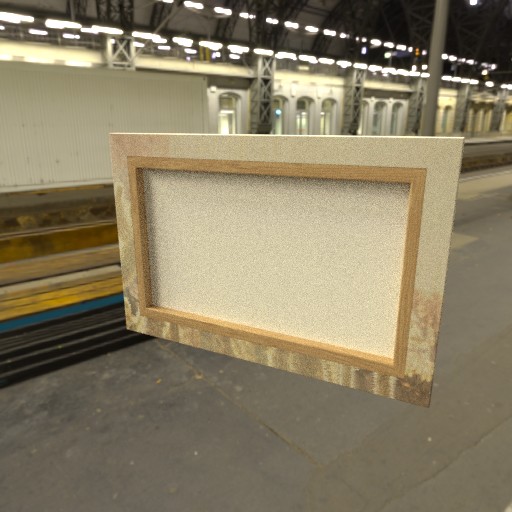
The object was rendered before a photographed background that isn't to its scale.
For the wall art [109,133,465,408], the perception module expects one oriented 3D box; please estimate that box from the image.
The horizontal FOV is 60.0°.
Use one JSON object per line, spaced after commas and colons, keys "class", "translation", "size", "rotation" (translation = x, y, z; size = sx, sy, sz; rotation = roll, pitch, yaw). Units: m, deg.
{"class": "wall art", "translation": [0.000, 0.000, 1.438], "size": [1.142, 0.758, 0.041], "rotation": [8, 19, 26]}
